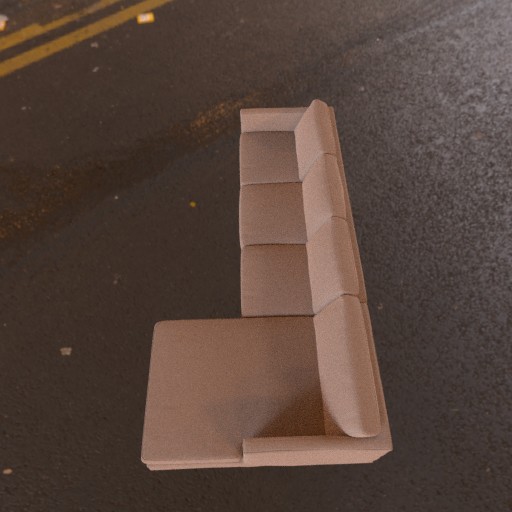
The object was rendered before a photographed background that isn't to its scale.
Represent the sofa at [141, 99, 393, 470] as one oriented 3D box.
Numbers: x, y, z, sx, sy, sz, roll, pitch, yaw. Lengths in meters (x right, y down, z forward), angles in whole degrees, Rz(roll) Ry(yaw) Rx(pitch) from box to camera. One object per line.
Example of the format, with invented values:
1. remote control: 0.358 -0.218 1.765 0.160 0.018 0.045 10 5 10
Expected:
1. sofa: 0.000 0.000 3.760 1.625 0.861 3.186 -1 58 -1
